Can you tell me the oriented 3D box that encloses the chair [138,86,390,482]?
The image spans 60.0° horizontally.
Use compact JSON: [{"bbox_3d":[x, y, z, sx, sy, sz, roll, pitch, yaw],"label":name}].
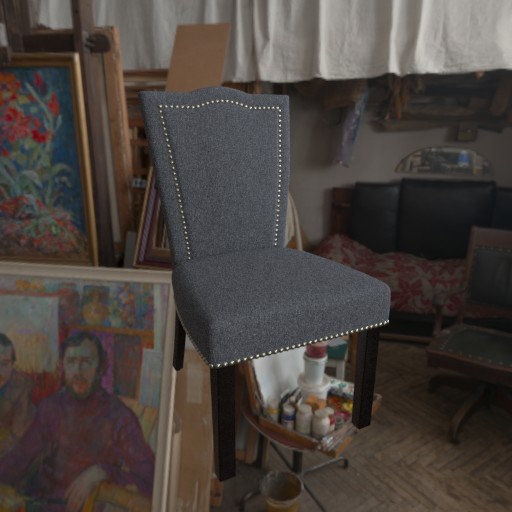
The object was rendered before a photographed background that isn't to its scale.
[{"bbox_3d":[0.000,0.000,1.276,0.518,0.946,0.589,-8,19,-26],"label":"chair"}]
